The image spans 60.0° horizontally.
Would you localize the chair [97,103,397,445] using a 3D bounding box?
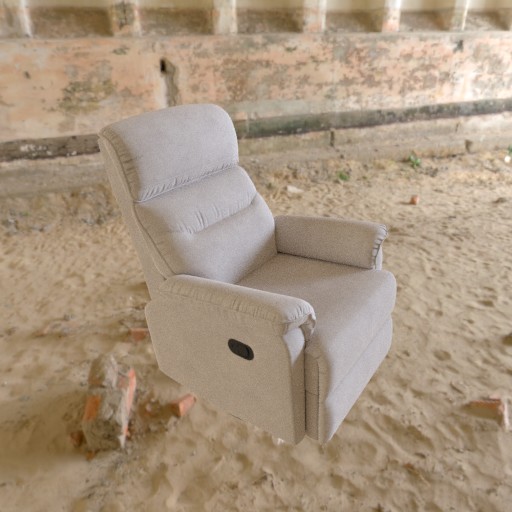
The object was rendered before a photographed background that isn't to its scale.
[{"bbox_3d":[0.000,0.000,1.736,1.001,1.039,0.820,18,33,30],"label":"chair"}]
